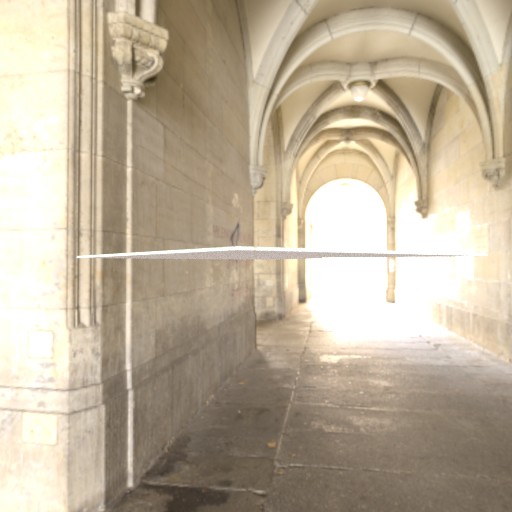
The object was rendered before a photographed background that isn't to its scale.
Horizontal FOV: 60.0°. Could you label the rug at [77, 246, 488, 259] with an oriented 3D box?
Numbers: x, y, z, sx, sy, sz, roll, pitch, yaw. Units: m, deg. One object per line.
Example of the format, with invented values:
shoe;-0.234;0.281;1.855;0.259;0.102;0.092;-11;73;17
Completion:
rug;0.000;0.000;4.099;2.420;0.019;3.039;1;-1;-36
